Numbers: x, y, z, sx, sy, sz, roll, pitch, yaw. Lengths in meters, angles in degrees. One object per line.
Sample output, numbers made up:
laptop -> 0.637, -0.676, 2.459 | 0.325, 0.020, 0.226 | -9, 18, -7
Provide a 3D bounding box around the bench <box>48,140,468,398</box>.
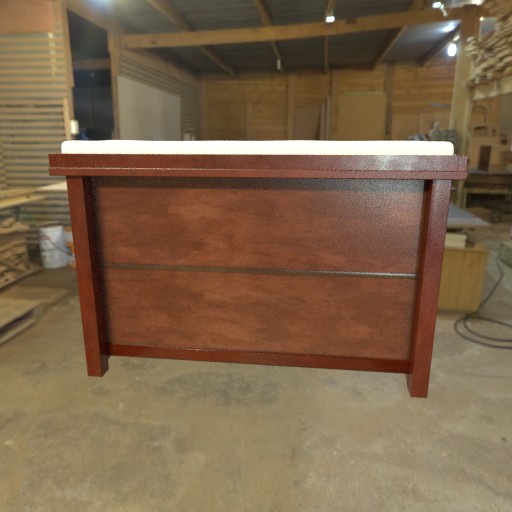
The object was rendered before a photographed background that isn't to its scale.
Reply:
bench -> 0.000, 0.000, 1.281 | 0.987, 0.646, 0.369 | 2, 15, 7
